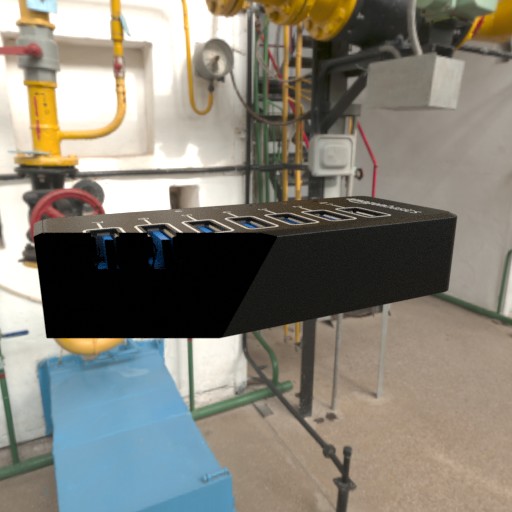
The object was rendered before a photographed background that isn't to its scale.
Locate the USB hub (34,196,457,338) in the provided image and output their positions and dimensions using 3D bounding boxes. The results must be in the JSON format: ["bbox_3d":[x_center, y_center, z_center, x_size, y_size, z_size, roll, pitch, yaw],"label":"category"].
[{"bbox_3d":[0.000,0.000,0.124,0.110,0.023,0.044,-7,17,-25],"label":"USB hub"}]
